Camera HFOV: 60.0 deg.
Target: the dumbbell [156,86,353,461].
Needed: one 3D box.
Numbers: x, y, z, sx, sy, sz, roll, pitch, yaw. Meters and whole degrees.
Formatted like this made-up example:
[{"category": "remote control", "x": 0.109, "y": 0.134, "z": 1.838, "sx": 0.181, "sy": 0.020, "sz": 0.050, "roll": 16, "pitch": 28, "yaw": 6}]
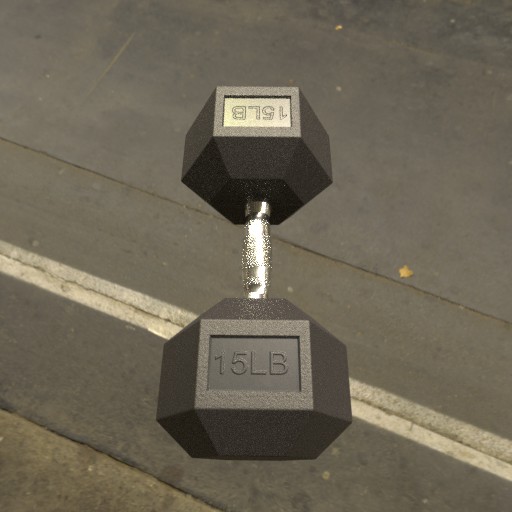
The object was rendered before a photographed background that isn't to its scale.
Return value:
[{"category": "dumbbell", "x": 0.000, "y": 0.000, "z": 0.326, "sx": 0.122, "sy": 0.106, "sz": 0.271, "roll": 1, "pitch": 63, "yaw": 0}]
